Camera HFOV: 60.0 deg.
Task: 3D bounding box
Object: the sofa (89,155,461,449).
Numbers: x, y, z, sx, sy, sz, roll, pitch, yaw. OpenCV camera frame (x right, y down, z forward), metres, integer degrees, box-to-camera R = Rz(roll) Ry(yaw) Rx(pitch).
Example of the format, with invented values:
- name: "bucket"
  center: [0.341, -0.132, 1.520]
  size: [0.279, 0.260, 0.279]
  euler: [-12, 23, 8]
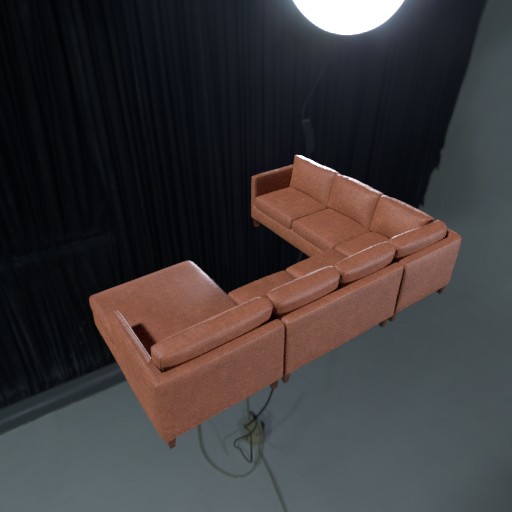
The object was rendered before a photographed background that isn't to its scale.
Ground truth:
- name: "sofa"
  center: [0.000, 0.000, 4.762]
  size: [3.460, 0.923, 2.593]
  euler: [-21, 39, -29]
